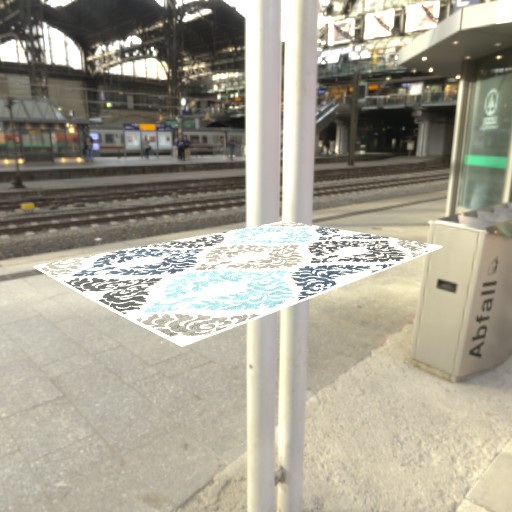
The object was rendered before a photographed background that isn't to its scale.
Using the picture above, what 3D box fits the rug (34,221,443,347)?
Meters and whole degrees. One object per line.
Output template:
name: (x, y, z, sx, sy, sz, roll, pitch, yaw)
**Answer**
rug: (0.000, 0.000, 2.908, 2.275, 0.014, 1.514, -14, 20, -43)
